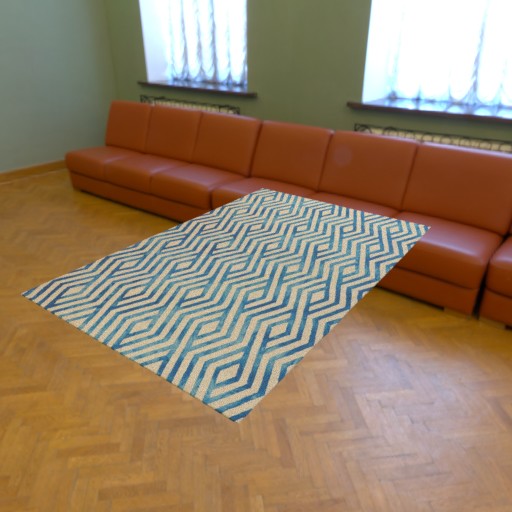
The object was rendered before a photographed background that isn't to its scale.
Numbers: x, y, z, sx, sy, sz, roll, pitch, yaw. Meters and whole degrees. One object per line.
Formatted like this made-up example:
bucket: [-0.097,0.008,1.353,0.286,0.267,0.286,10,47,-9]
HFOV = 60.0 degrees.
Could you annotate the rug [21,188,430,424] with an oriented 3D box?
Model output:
rug: [0.000,0.000,2.283,1.225,0.008,1.830,18,32,32]
